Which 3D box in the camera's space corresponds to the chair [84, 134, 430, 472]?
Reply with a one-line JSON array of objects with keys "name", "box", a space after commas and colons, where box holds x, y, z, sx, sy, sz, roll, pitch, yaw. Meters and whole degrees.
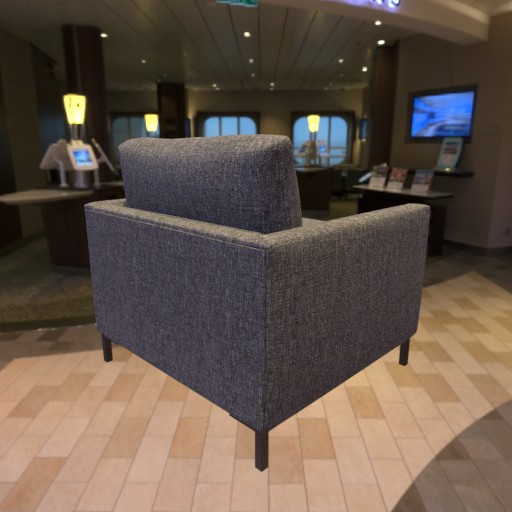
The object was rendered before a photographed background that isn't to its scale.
[{"name": "chair", "box": [0.000, 0.000, 1.645, 0.963, 0.861, 0.866, 14, 20, 43]}]
